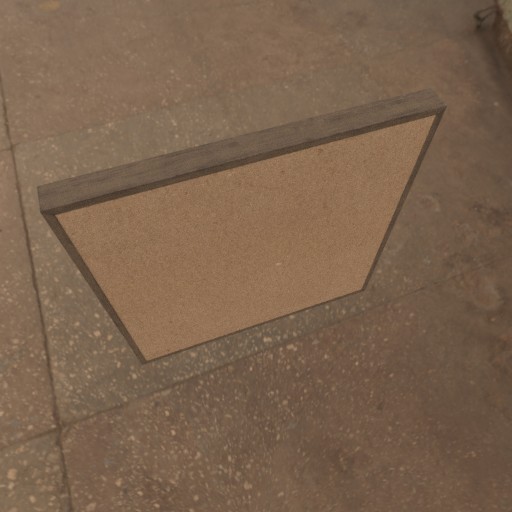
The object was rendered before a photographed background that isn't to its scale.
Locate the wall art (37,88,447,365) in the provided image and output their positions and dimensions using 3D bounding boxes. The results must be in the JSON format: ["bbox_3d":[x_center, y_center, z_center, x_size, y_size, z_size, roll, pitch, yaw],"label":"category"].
[{"bbox_3d":[0.000,0.000,0.747,0.508,0.508,0.038,-17,59,-10],"label":"wall art"}]
